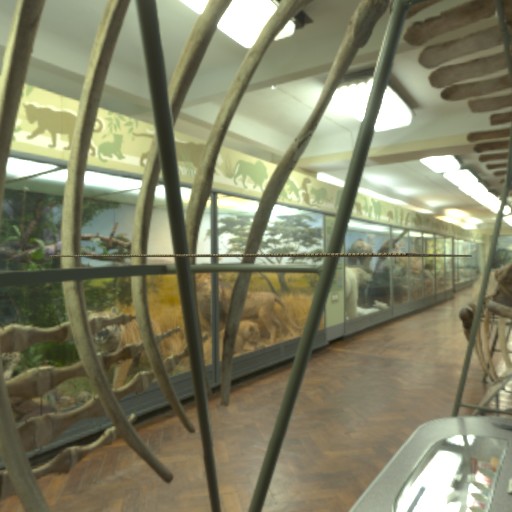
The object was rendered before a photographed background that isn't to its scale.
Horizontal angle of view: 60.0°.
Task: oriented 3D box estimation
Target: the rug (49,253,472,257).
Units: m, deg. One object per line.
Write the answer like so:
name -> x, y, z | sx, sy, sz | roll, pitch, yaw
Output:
rug -> 0.000, 0.000, 3.008 | 2.439, 0.011, 1.533 | 0, 0, 34
